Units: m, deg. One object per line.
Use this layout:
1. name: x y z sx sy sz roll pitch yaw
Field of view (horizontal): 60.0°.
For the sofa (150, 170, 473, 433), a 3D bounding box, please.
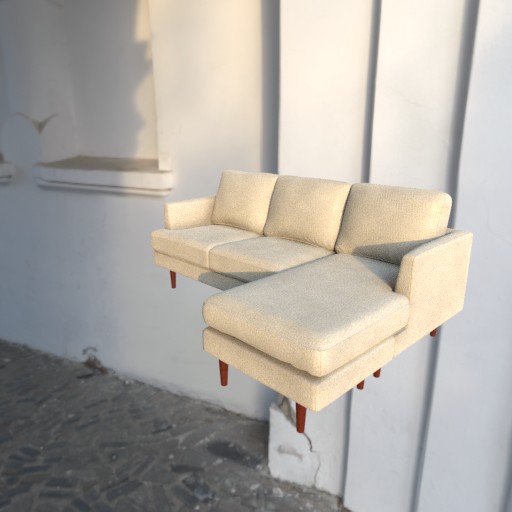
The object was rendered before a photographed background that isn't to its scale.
1. sofa: 0.000 0.000 2.982 1.504 0.956 2.233 -16 22 -42
